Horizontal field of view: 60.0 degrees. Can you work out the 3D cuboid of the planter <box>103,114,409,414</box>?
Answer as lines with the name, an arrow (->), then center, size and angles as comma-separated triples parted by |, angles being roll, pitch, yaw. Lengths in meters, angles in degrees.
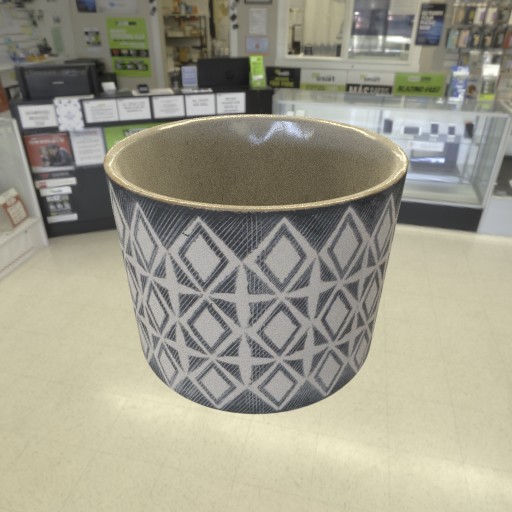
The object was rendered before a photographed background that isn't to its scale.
planter -> 0.000, 0.000, 0.333 | 0.192, 0.165, 0.192 | 0, 31, 0
